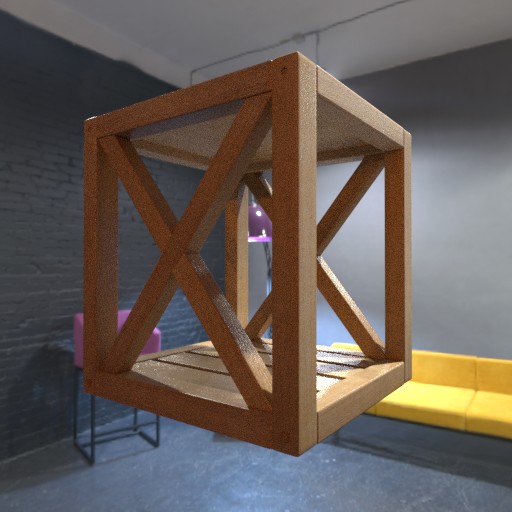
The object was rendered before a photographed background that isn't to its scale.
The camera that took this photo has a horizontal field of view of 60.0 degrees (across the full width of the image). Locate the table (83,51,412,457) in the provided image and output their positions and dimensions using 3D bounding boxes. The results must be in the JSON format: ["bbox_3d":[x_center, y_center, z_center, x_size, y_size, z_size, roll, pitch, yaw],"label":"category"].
[{"bbox_3d":[0.000,0.000,1.045,0.559,0.610,0.558,0,-1,36],"label":"table"}]
